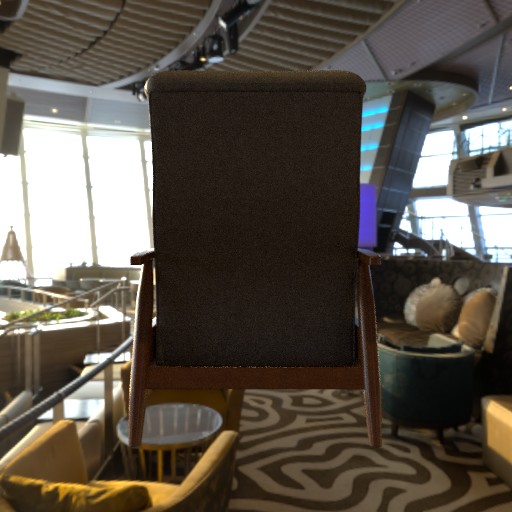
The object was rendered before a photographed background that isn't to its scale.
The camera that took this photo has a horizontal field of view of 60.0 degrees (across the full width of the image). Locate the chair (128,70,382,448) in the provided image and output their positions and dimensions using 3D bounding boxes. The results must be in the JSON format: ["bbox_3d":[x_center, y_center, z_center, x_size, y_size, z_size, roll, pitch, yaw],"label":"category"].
[{"bbox_3d":[0.000,0.000,1.752,0.762,1.081,1.014,0,1,0],"label":"chair"}]
